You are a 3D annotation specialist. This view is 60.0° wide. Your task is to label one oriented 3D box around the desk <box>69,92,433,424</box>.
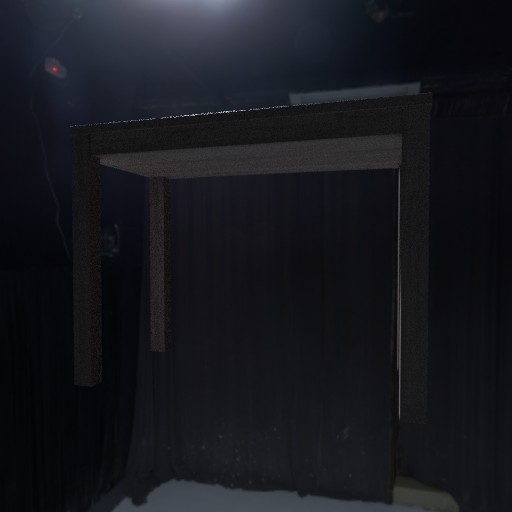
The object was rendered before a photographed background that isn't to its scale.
[{"bbox_3d":[0.000,0.000,1.397,0.991,0.762,0.495,0,2,17],"label":"desk"}]
